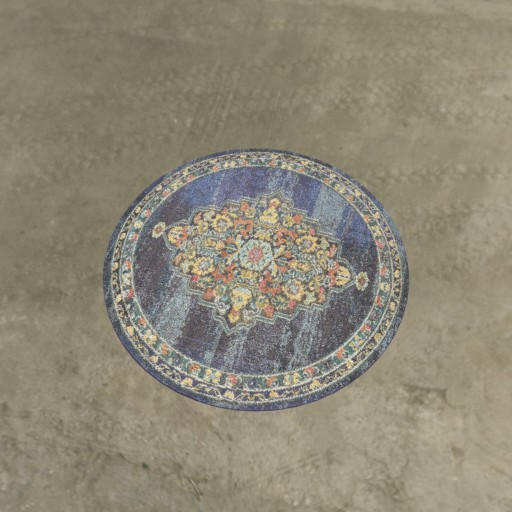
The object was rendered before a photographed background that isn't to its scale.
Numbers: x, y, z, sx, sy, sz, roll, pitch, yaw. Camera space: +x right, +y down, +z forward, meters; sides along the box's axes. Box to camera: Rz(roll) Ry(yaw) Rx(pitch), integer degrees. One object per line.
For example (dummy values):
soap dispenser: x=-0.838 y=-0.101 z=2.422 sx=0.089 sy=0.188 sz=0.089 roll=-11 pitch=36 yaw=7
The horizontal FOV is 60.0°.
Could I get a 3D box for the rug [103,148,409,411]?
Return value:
rug: x=0.000 y=0.000 z=3.510 sx=2.386 sy=0.014 sz=2.386 roll=0 pitch=58 yaw=0
